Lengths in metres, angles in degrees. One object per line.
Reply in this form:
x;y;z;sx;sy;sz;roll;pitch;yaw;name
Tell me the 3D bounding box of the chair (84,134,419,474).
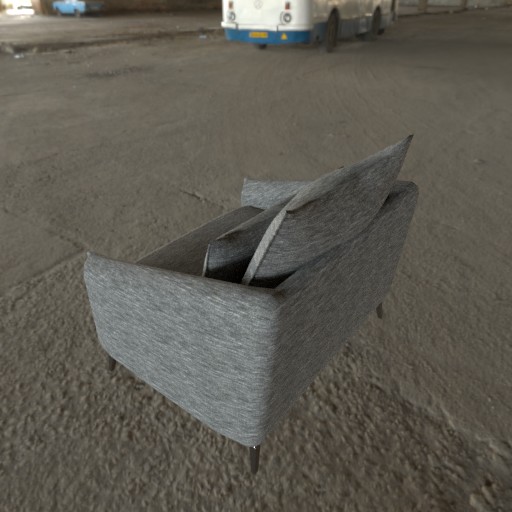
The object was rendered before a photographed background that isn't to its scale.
0.000;0.000;1.613;0.805;0.842;1.004;21;37;31;chair
